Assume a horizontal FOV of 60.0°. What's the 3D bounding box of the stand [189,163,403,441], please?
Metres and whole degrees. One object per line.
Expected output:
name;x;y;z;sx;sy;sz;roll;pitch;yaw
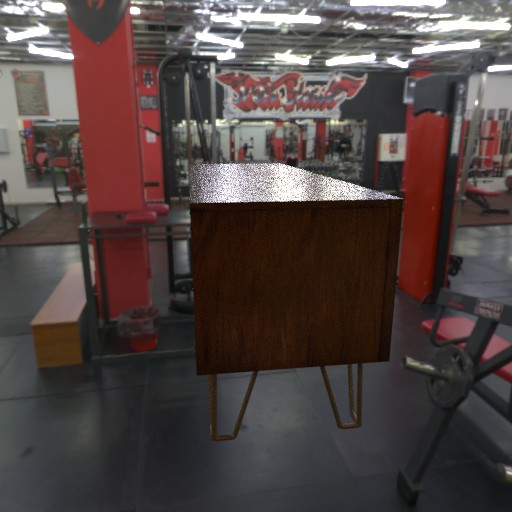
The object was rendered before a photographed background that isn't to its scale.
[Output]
stand;0.000;0.000;1.685;0.481;0.610;1.372;-2;15;-8
